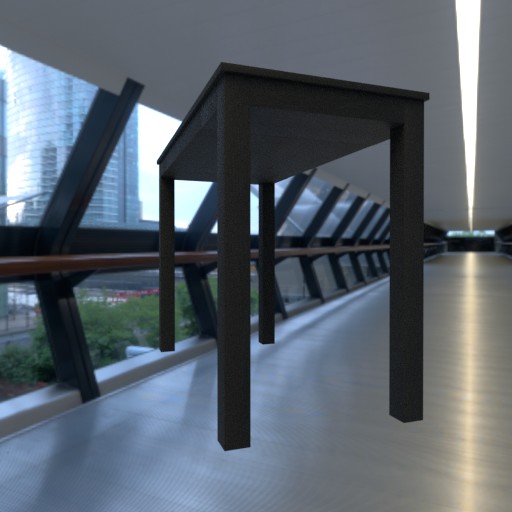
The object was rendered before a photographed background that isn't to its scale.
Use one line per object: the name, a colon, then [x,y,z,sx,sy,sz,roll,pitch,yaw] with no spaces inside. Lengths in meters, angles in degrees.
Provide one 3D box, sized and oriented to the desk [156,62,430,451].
desk: [0.000,0.000,1.411,0.499,0.762,0.991,0,1,-20]
